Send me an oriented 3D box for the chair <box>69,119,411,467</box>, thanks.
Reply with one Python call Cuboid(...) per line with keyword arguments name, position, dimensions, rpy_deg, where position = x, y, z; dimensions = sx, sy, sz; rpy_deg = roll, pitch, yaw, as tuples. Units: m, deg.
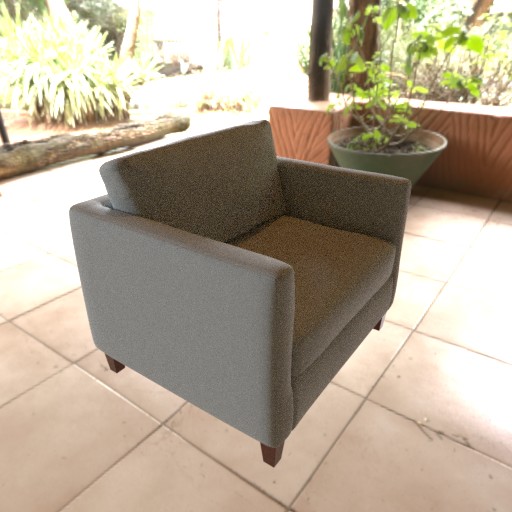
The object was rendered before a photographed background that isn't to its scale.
Cuboid(name="chair", position=(0.000, 0.000, 1.869), dimensions=(0.953, 0.961, 1.107), rpy_deg=(17, 31, 31))
